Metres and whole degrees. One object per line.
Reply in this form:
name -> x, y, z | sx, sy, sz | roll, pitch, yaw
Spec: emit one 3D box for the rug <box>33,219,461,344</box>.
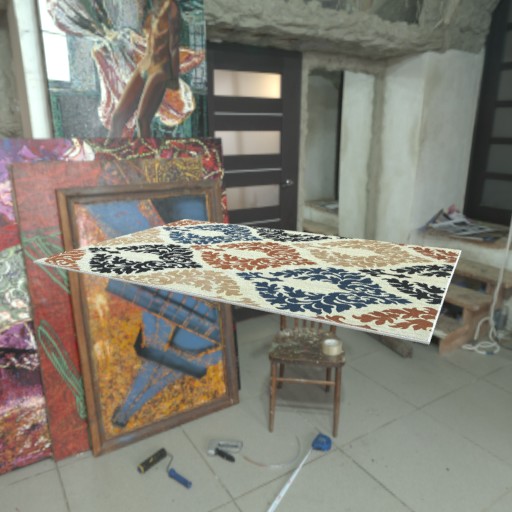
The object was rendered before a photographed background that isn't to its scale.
rug -> 0.000, 0.000, 2.810 | 2.275, 0.014, 1.514 | 8, 18, 27
